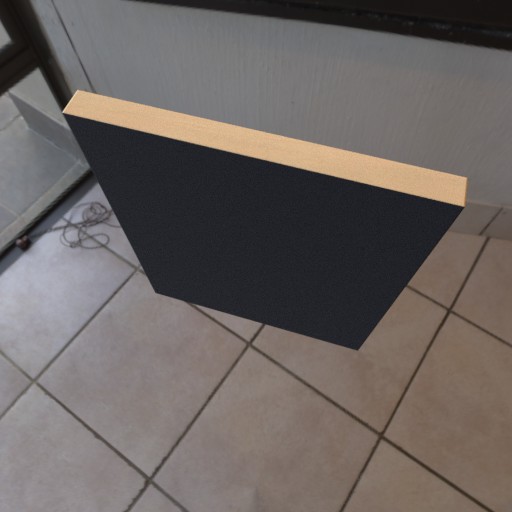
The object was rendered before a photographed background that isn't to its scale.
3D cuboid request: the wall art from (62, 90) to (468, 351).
[{"bbox_3d":[0.000,0.000,0.694,0.435,0.511,0.037,15,63,8],"label":"wall art"}]
